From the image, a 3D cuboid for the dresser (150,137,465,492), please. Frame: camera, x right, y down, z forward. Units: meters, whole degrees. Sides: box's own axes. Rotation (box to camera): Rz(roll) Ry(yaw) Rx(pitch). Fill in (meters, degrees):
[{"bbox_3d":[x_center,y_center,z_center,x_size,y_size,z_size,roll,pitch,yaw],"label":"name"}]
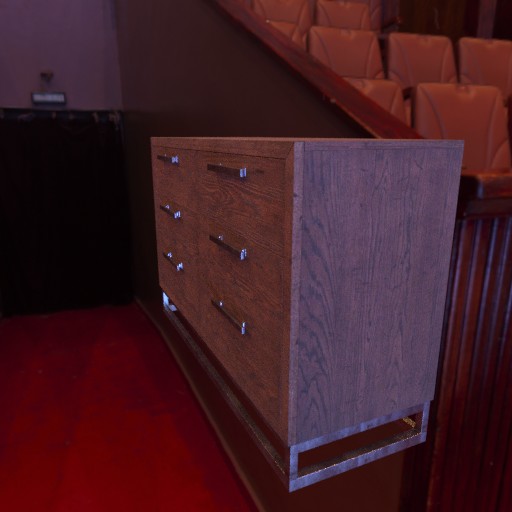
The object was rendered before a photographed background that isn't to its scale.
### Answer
[{"bbox_3d":[0.000,0.000,2.065,0.623,1.061,1.646,-7,17,-24],"label":"dresser"}]
